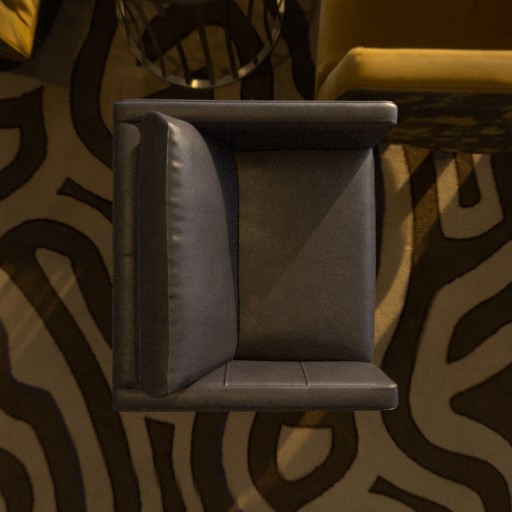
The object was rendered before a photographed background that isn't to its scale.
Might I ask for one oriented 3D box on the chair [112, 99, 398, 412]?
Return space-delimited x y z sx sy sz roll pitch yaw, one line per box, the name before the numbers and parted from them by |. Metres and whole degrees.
chair | 0.000 0.000 1.570 0.862 0.811 0.939 0 90 -1
